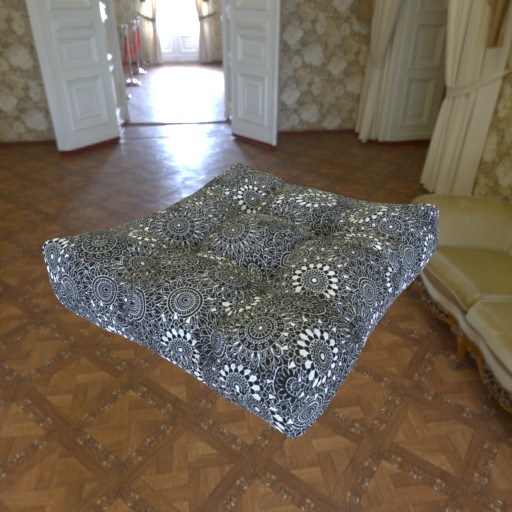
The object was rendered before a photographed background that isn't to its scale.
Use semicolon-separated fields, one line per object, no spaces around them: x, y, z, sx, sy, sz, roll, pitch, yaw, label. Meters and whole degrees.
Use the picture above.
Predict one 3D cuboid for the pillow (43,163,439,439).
0.000;0.000;0.728;0.468;0.128;0.490;19;35;30;pillow
